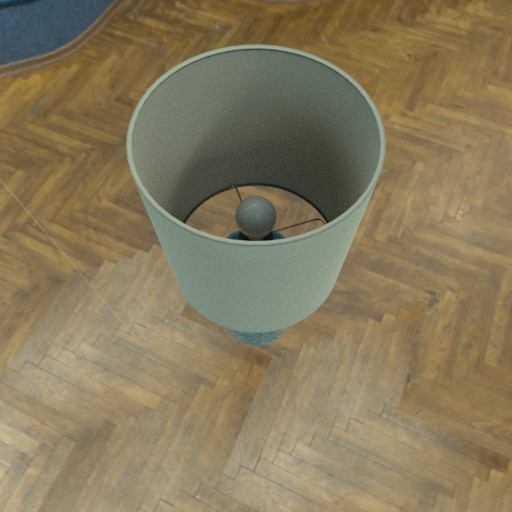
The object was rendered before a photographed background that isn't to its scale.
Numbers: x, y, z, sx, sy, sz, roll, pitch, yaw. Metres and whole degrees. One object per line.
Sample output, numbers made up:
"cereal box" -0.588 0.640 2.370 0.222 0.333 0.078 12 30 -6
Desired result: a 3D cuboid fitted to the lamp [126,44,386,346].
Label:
"lamp" 0.000 0.000 0.745 0.278 0.597 0.278 -17 65 -8
